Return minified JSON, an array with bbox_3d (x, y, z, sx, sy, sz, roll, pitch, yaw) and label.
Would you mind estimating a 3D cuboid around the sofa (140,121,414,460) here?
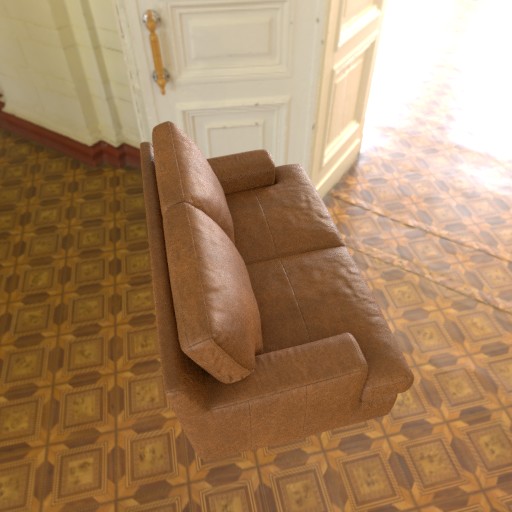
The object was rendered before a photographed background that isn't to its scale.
[{"bbox_3d":[0.000,0.000,2.567,1.144,0.966,1.880,-10,47,-9],"label":"sofa"}]
